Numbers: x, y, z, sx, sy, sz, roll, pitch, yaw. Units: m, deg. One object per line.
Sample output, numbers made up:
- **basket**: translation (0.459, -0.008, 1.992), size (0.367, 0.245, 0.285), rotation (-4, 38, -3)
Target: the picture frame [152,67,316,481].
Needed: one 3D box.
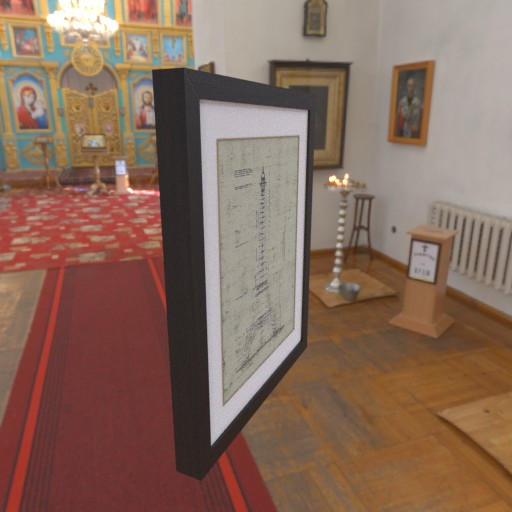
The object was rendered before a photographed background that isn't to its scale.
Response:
- **picture frame**: translation (0.000, 0.000, 0.769), size (0.044, 0.555, 0.452), rotation (8, 18, 25)
